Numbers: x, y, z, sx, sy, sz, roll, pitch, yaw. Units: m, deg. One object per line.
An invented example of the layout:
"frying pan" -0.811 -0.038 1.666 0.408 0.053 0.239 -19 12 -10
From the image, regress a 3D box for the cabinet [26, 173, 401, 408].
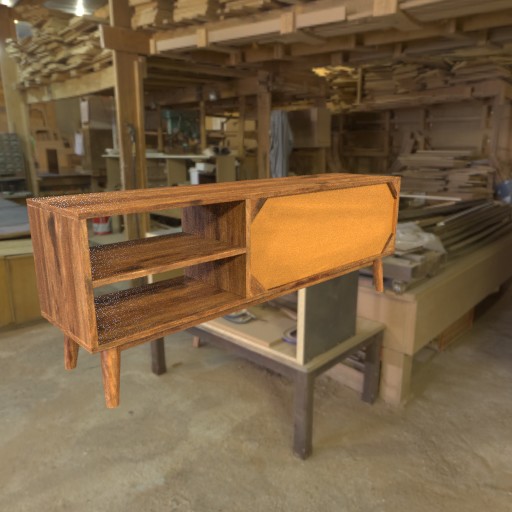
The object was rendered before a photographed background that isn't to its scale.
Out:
"cabinet" 0.000 0.000 1.671 1.448 0.528 0.349 -14 20 -42
